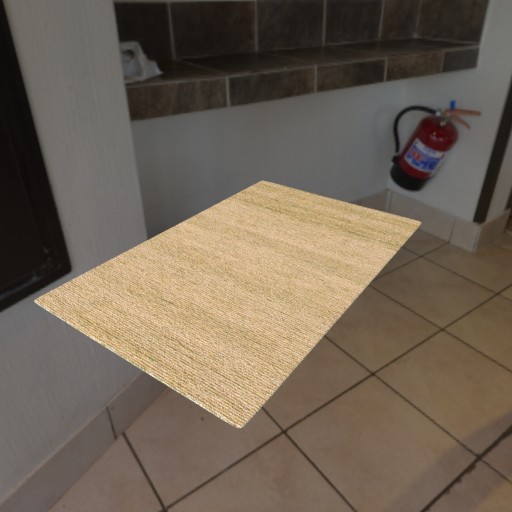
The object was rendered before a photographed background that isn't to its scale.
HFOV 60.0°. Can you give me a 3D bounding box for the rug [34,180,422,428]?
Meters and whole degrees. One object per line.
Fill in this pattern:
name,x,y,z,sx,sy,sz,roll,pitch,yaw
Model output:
rug,0.000,0.000,2.262,1.143,0.010,1.758,20,36,30
